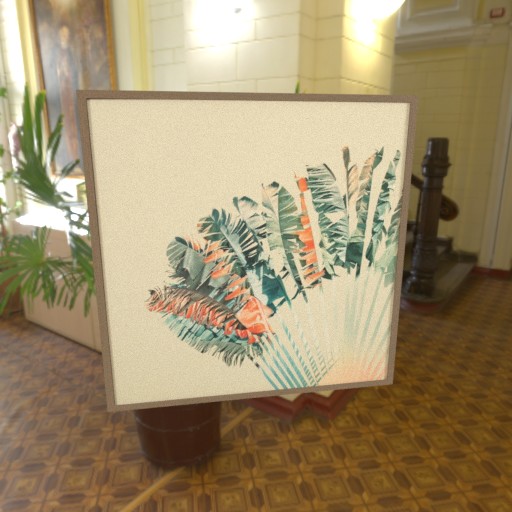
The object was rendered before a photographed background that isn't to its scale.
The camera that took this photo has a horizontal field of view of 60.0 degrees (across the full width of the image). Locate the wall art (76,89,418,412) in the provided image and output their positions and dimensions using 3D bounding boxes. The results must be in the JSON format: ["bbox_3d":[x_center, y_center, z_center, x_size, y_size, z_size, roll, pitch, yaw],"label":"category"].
[{"bbox_3d":[0.000,0.000,0.734,0.508,0.506,0.038,-3,15,-9],"label":"wall art"}]
